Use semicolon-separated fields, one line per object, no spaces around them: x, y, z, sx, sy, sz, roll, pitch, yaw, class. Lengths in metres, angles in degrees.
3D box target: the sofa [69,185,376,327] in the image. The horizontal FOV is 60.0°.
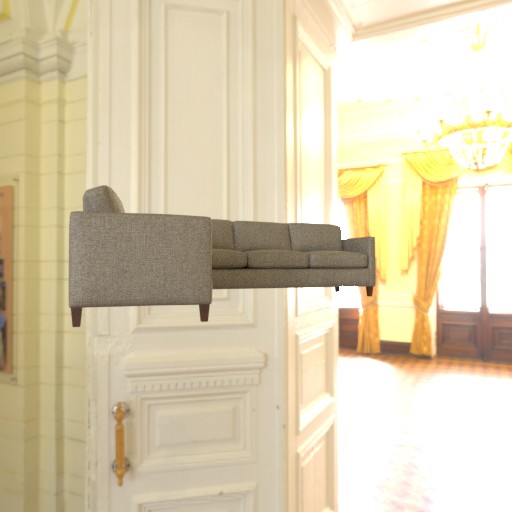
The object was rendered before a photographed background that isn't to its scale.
0.000;0.000;4.479;3.302;0.947;2.593;0;-1;-18;sofa
